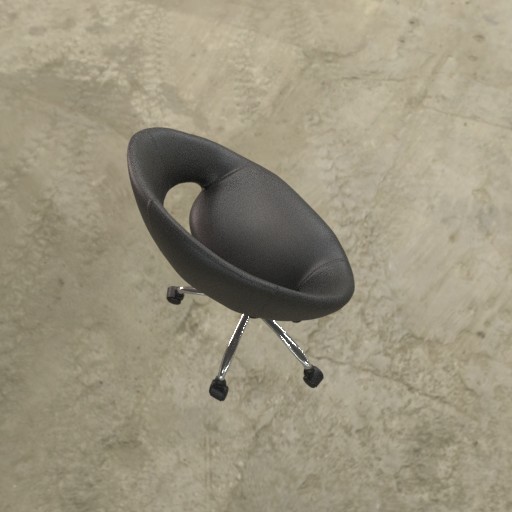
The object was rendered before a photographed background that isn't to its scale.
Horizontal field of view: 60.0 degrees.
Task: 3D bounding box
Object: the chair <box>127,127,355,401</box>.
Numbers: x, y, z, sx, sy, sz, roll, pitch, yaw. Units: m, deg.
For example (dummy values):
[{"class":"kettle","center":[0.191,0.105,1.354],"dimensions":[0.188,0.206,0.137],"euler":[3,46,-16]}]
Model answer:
[{"class":"chair","center":[0.000,0.000,1.171],"dimensions":[0.538,0.791,0.612],"euler":[-31,63,-18]}]
